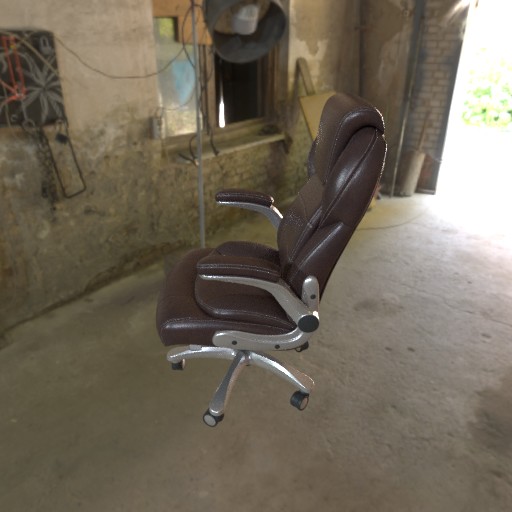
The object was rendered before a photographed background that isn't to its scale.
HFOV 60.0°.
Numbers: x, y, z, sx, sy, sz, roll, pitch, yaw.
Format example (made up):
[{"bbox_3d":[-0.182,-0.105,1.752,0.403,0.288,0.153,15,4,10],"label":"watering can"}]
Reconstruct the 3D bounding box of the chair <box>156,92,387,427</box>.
[{"bbox_3d":[0.000,0.000,1.698,0.774,1.160,0.733,0,26,0],"label":"chair"}]
